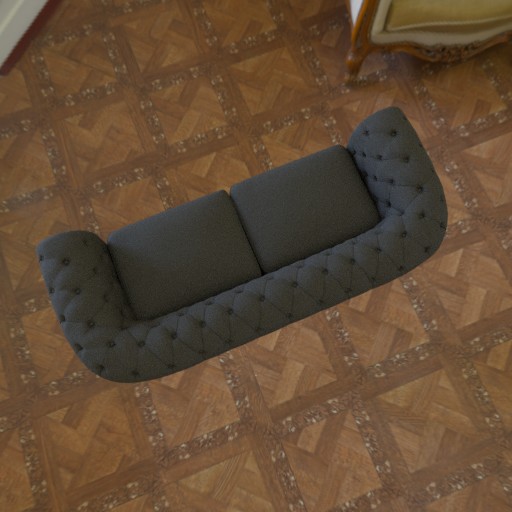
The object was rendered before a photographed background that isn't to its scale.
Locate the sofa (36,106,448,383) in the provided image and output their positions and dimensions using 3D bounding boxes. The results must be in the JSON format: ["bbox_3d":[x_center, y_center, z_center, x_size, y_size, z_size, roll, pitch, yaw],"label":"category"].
[{"bbox_3d":[0.000,0.000,2.799,2.362,0.762,0.991,-22,76,-6],"label":"sofa"}]
